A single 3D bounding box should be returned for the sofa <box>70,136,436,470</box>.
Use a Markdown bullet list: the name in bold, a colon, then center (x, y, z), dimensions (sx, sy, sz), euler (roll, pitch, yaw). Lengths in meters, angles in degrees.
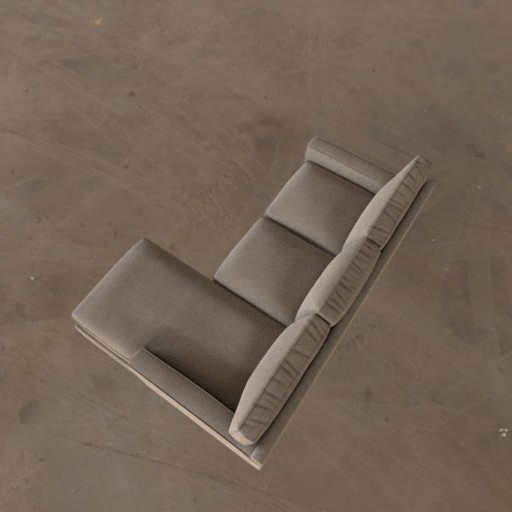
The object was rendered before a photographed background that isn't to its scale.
- **sofa**: center (0.000, 0.000, 2.959), dimensions (1.496, 0.861, 2.087), euler (31, 66, 15)
